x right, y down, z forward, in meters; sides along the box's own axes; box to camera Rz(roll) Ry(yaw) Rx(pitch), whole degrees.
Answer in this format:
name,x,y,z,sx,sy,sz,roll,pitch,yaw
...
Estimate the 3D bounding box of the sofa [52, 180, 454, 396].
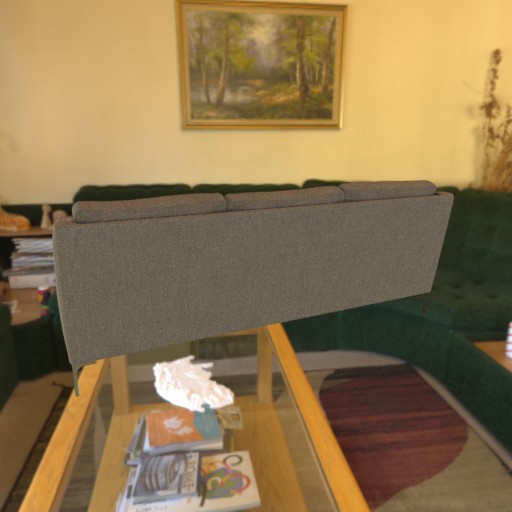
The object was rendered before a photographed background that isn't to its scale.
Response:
name,x,y,z,sx,sy,sz,roll,pitch,yaw
sofa,0.000,0.000,2.478,2.060,0.837,0.849,-7,17,-25
